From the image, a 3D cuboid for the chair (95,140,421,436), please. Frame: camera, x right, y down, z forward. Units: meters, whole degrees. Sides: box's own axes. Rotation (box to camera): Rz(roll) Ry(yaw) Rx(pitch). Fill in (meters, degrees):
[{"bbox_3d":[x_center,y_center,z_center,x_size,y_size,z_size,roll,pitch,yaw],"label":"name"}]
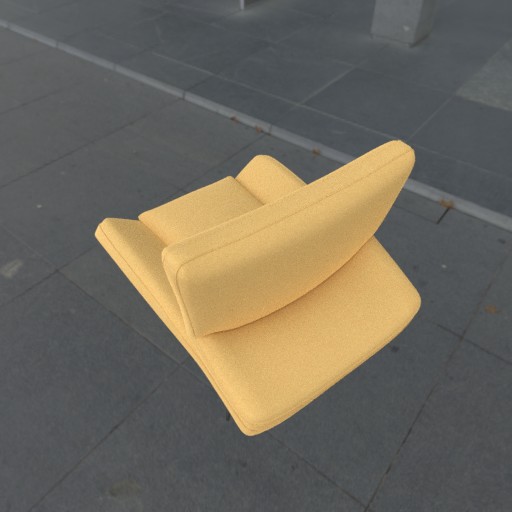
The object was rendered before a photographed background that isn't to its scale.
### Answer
[{"bbox_3d":[0.000,0.000,1.615,0.859,0.855,1.008,-28,52,-25],"label":"chair"}]
